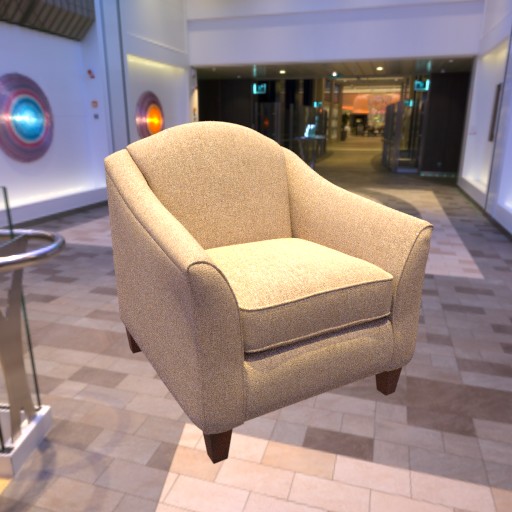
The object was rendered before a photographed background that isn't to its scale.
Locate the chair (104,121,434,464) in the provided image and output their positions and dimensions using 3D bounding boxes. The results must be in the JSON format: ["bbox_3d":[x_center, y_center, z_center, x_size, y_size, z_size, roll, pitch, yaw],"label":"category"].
[{"bbox_3d":[0.000,0.000,1.439,0.763,0.839,0.787,-9,19,-28],"label":"chair"}]
